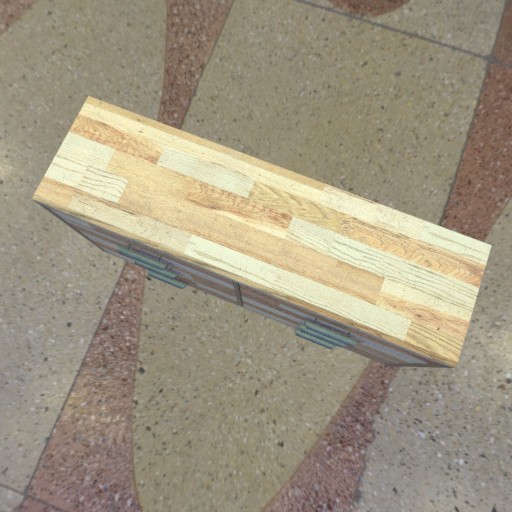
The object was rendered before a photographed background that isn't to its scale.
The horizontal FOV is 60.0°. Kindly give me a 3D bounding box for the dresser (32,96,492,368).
[{"bbox_3d":[0.000,0.000,1.941,1.547,0.834,0.487,21,77,5],"label":"dresser"}]
